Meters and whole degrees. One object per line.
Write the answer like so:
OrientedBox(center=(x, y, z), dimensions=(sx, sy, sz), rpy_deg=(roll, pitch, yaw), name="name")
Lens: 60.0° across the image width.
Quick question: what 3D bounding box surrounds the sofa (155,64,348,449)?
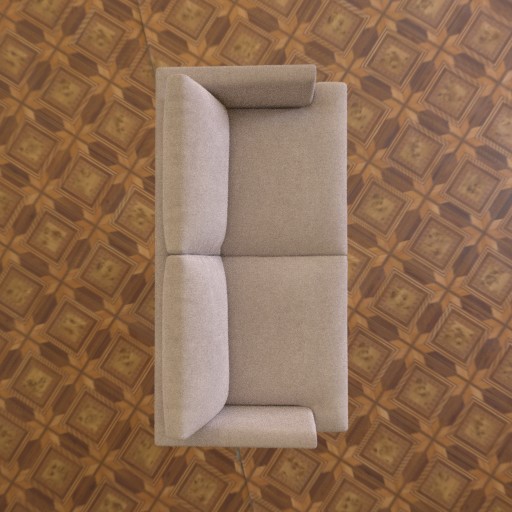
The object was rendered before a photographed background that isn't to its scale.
OrientedBox(center=(0.000, 0.000, 2.450), dimensions=(1.020, 0.868, 1.948), rpy_deg=(0, 89, 2), name="sofa")
